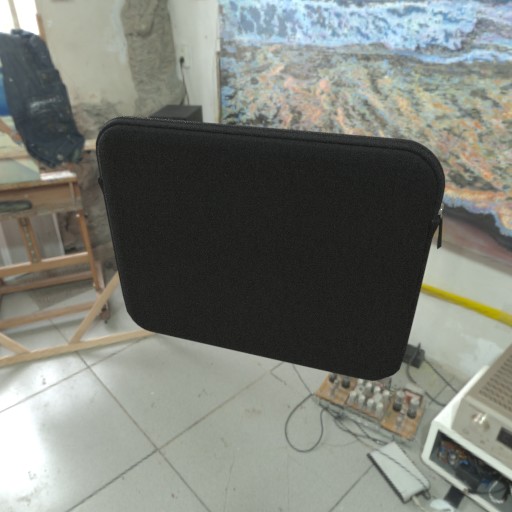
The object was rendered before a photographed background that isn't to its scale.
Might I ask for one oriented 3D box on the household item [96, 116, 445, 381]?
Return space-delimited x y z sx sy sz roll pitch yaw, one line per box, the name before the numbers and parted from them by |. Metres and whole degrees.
household item | 0.000 0.000 0.529 0.396 0.305 0.030 9 32 15
